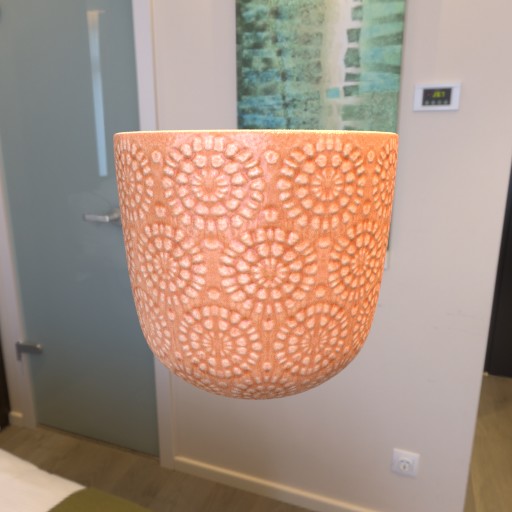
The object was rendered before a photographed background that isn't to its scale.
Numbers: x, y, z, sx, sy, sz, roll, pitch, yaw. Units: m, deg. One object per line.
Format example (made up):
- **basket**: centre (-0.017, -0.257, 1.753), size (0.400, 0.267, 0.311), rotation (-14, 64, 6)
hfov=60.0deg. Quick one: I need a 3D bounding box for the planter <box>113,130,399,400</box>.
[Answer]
- **planter**: centre (0.000, 0.000, 0.360), size (0.208, 0.190, 0.208), rotation (0, 14, 0)
